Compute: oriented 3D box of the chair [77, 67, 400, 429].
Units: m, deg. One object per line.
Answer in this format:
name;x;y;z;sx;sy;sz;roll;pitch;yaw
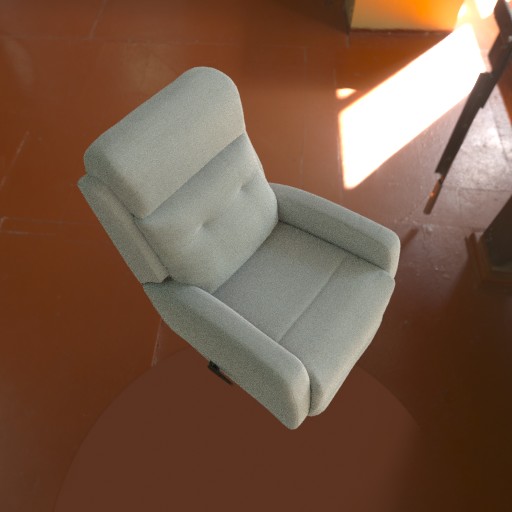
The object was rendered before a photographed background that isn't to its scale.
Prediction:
chair;0.000;0.000;1.717;1.043;1.013;0.798;34;64;19
